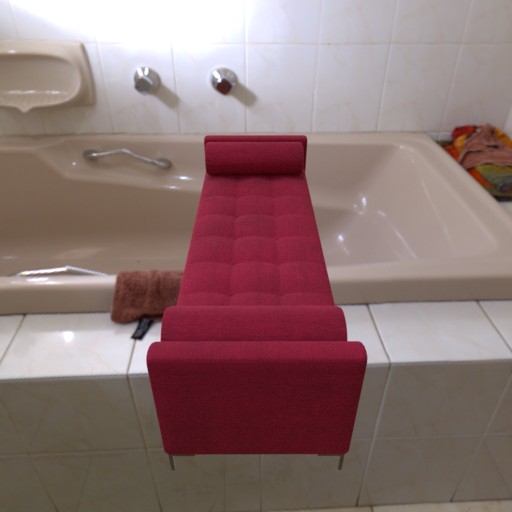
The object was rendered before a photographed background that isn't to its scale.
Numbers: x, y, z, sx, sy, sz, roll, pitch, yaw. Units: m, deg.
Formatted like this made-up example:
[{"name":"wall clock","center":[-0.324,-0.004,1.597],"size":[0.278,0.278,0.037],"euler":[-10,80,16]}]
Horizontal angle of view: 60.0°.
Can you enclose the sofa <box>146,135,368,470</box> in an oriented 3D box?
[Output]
[{"name":"sofa","center":[0.000,0.000,2.324],"size":[0.686,0.635,1.981],"euler":[0,35,0]}]
